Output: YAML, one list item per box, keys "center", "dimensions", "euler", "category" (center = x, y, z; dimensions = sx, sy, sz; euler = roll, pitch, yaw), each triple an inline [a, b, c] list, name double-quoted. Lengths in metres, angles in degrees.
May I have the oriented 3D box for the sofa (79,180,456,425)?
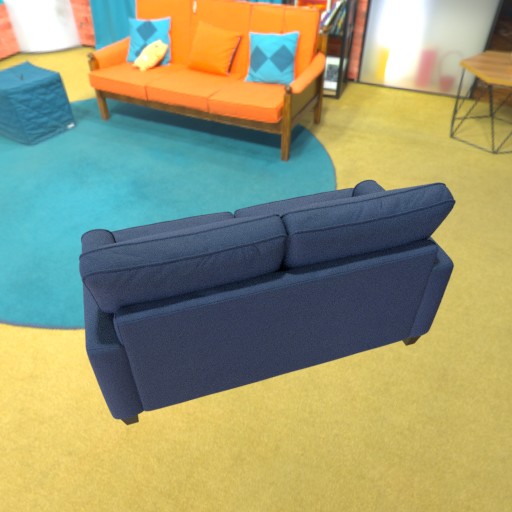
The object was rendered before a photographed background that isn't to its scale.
- center: [0.000, 0.000, 2.239]
  dimensions: [1.651, 0.965, 0.965]
  euler: [-12, 42, -13]
  category: "sofa"
